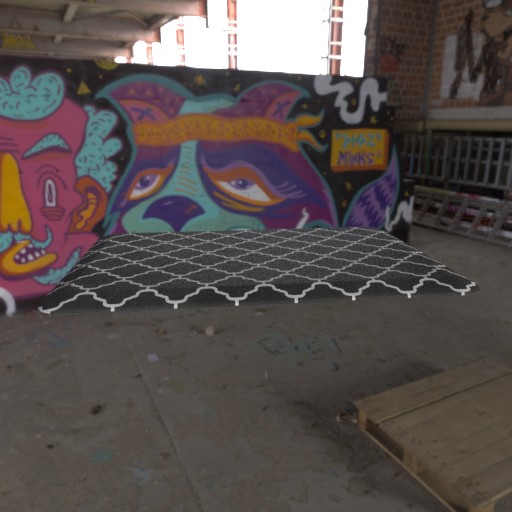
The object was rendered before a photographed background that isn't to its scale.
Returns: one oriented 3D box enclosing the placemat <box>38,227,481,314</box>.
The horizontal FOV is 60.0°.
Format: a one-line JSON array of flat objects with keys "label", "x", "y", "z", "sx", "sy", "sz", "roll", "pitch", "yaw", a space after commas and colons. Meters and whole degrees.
[{"label": "placemat", "x": 0.000, "y": 0.000, "z": 0.968, "sx": 0.762, "sy": 0.021, "sz": 0.508, "roll": -2, "pitch": 16, "yaw": -6}]
